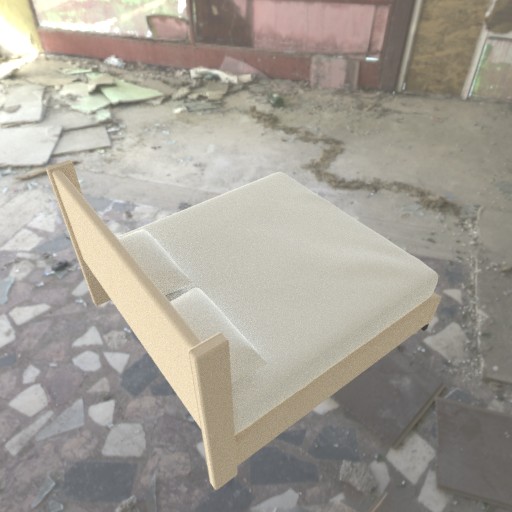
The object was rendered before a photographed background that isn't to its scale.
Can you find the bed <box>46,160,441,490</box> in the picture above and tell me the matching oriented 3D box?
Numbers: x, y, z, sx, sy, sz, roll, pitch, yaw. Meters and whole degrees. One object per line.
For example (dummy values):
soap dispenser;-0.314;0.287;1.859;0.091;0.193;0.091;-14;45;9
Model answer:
bed;0.000;0.000;3.630;2.293;1.471;2.145;-27;48;-27
